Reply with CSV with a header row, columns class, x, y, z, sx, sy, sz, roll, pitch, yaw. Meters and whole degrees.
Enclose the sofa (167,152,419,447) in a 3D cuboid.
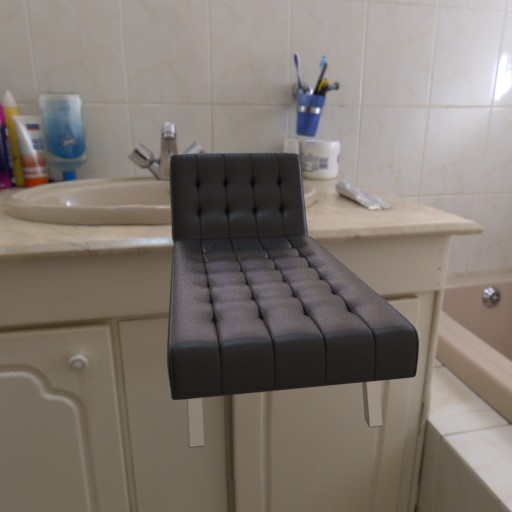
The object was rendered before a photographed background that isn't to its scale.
class,x,y,z,sx,sy,sz,roll,pitch,yaw
sofa,0.000,0.000,1.979,0.760,0.820,1.560,-3,17,-9
